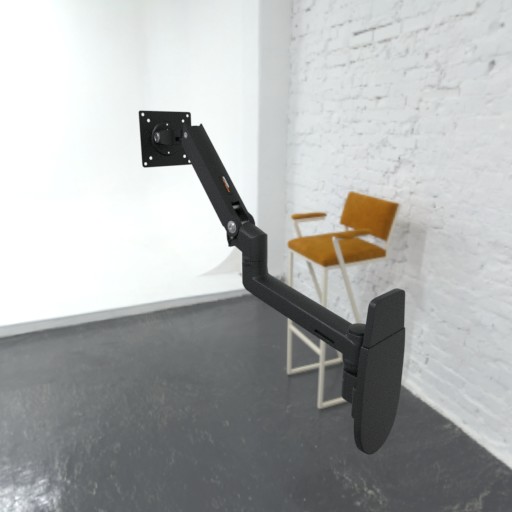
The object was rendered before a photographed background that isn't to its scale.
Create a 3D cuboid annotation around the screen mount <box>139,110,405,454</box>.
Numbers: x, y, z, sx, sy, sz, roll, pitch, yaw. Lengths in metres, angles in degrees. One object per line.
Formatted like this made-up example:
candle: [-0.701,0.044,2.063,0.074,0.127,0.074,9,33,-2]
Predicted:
screen mount: [0.000,0.000,0.730,0.115,0.466,0.495,-15,22,-42]
